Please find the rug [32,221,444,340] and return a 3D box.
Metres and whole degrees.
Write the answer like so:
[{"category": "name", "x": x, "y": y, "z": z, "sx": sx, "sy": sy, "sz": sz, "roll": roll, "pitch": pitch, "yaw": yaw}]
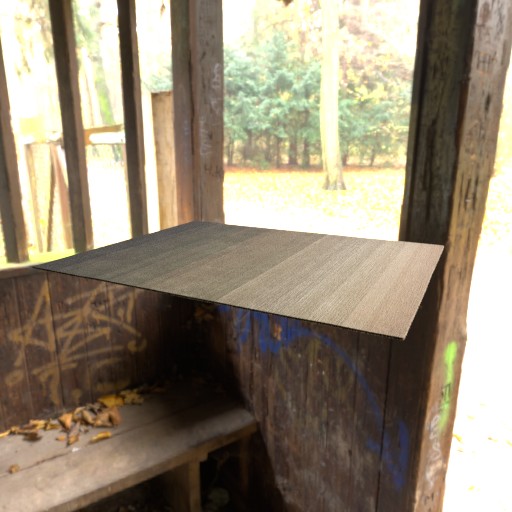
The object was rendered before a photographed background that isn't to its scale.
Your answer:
[{"category": "rug", "x": 0.000, "y": 0.000, "z": 3.956, "sx": 2.932, "sy": 0.015, "sz": 2.315, "roll": 8, "pitch": 17, "yaw": 26}]
